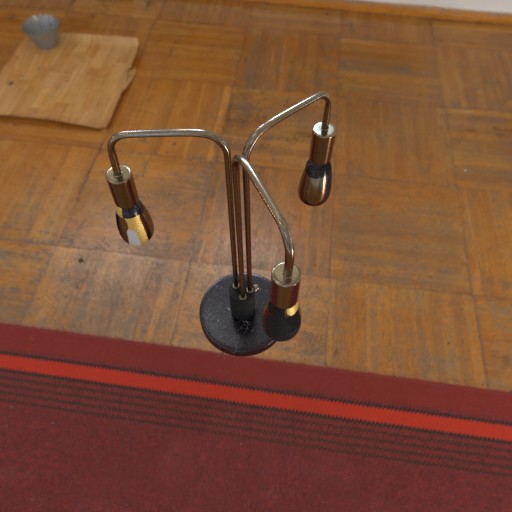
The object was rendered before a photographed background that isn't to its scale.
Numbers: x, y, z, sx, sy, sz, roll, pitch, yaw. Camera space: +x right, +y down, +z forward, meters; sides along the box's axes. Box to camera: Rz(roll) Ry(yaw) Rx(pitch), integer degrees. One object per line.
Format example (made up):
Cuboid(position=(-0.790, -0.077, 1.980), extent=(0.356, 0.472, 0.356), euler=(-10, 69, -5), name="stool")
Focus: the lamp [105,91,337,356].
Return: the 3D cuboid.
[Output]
Cuboid(position=(0.000, 0.000, 0.820), extent=(0.368, 0.560, 0.355), euler=(-33, 63, -19), name="lamp")
